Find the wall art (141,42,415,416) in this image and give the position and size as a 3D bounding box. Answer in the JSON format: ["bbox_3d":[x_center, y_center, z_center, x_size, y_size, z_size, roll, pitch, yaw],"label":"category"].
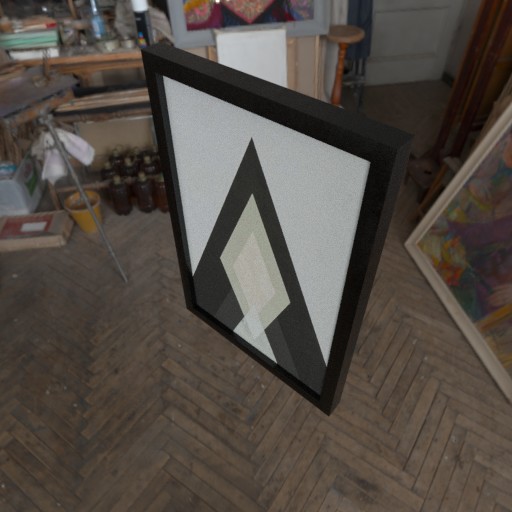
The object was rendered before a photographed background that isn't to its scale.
[{"bbox_3d":[0.000,0.000,0.583,0.313,0.457,0.031,31,53,28],"label":"wall art"}]
